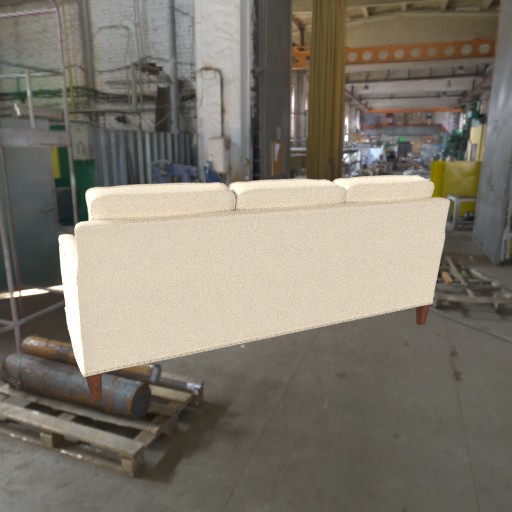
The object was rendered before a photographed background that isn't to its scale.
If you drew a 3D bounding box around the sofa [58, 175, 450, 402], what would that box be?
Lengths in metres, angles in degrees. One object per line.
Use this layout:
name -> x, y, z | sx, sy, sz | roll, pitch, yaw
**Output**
sofa -> 0.000, 0.000, 2.805 | 2.246, 1.003, 1.084 | -7, 15, -25
